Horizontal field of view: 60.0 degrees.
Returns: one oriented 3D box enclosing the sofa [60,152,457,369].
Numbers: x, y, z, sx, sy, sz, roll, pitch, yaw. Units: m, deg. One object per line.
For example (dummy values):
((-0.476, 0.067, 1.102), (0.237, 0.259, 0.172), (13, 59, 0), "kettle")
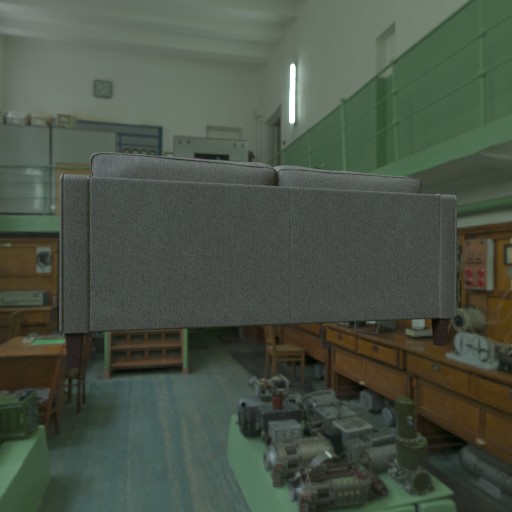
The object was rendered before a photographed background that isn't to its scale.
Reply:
((0.000, 0.000, 2.820), (2.181, 1.074, 1.073), (0, -1, -17), "sofa")
